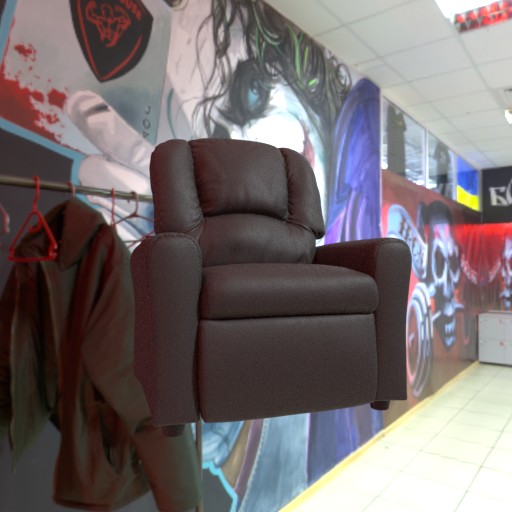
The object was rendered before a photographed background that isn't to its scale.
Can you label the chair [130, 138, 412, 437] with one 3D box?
[{"bbox_3d":[0.000,0.000,1.134,0.610,0.709,0.521,0,-1,-19],"label":"chair"}]
